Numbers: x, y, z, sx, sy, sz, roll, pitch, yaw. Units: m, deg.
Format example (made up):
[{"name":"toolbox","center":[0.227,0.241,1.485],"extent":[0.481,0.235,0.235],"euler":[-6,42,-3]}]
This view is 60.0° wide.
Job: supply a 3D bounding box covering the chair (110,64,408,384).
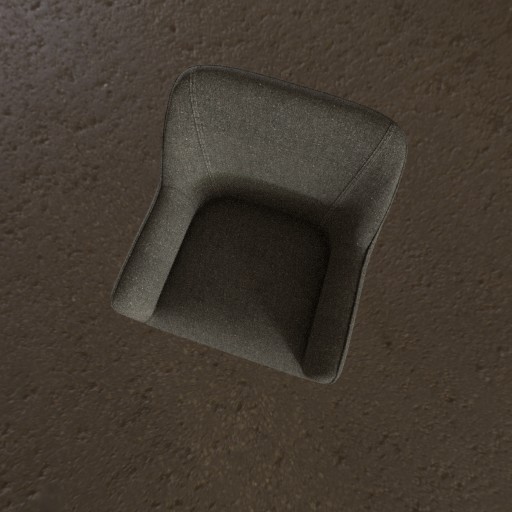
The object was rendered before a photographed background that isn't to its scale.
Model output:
[{"name":"chair","center":[0.000,0.000,1.175],"extent":[0.543,0.803,0.519],"euler":[18,76,5]}]
